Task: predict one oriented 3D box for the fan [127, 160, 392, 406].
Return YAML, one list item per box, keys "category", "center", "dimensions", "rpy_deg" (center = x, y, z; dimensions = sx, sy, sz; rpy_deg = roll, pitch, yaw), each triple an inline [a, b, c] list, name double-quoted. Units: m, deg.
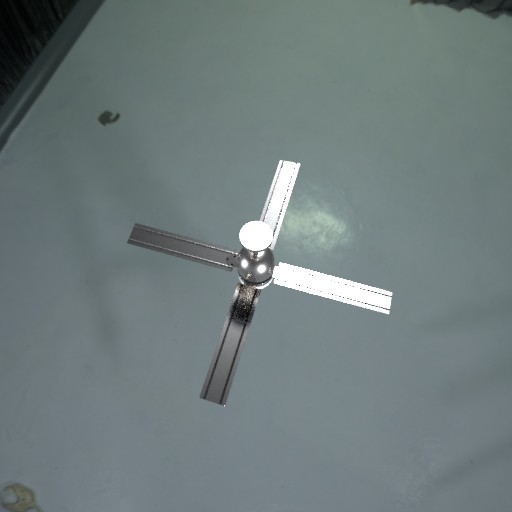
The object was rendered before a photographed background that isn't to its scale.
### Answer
- category: "fan"
  center: [0.000, 0.000, 2.093]
  dimensions: [1.346, 0.406, 1.346]
  rpy_deg: [14, 65, 6]
